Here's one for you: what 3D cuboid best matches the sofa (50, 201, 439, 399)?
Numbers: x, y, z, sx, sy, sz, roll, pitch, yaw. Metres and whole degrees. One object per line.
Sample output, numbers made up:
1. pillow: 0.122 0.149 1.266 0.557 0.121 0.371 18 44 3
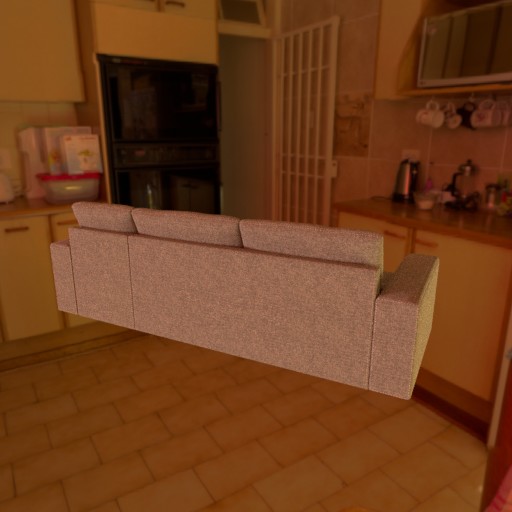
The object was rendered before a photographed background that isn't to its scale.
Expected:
1. sofa: 0.000 0.000 3.577 2.718 0.940 1.689 8 18 26
